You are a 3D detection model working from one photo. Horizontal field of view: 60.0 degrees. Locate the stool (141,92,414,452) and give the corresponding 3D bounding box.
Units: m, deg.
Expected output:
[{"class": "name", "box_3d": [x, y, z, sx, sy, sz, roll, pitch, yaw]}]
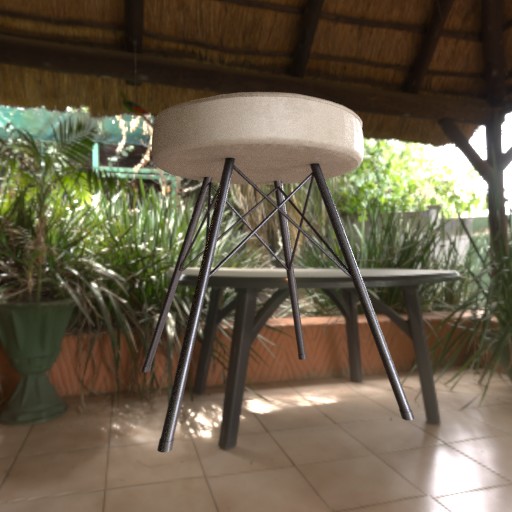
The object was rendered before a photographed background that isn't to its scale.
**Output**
[{"class": "stool", "box_3d": [0.000, 0.000, 0.885, 0.423, 0.538, 0.457, 0, 0, -17]}]
